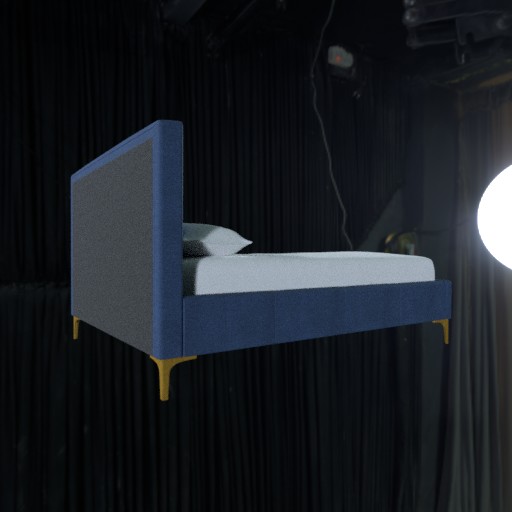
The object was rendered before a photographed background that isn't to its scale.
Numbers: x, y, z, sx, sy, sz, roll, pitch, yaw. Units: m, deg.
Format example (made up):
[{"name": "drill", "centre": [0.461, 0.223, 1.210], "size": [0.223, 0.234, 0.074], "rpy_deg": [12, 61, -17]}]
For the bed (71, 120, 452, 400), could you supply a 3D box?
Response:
[{"name": "bed", "centre": [0.000, 0.000, 3.204], "size": [2.172, 1.231, 1.723], "rpy_deg": [0, 0, -35]}]
